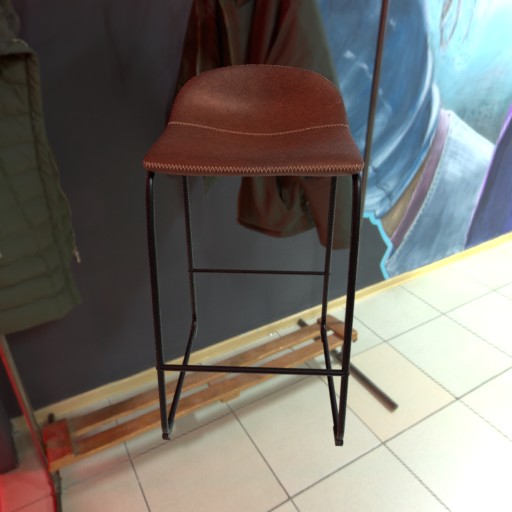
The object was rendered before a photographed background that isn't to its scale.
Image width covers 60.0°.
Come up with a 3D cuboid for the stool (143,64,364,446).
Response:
[{"bbox_3d":[0.000,0.000,1.106,0.454,0.830,0.473,1,30,2],"label":"stool"}]
